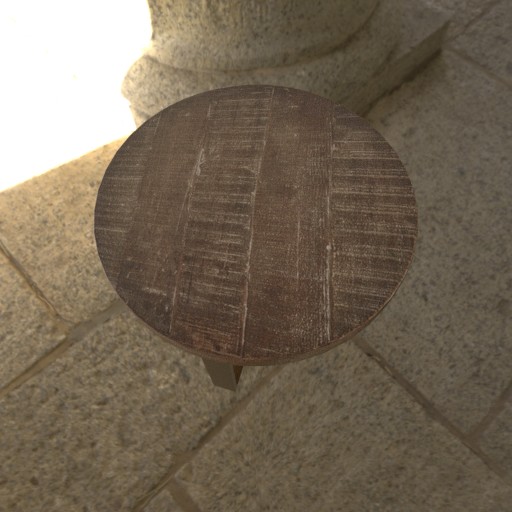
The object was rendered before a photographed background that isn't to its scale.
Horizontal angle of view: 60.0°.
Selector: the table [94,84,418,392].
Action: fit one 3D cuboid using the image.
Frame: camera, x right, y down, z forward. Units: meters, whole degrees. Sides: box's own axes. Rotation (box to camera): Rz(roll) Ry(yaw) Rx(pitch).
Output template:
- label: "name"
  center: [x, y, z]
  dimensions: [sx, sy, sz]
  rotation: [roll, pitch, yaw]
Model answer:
- label: "table"
  center: [0.000, 0.000, 0.965]
  dimensions: [0.557, 0.437, 0.557]
  rotation: [0, 64, 0]
